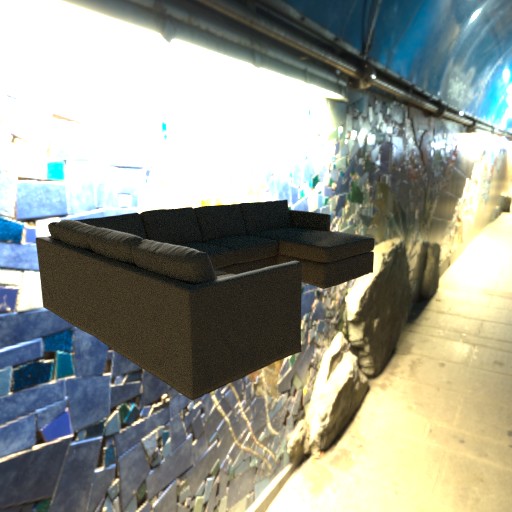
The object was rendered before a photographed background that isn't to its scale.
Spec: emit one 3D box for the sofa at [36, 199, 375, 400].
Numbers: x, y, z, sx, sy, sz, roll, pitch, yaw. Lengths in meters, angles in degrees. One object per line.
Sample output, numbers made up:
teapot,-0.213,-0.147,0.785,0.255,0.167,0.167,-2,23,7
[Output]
sofa,0.000,0.000,4.555,3.460,0.882,2.427,-12,17,-44
